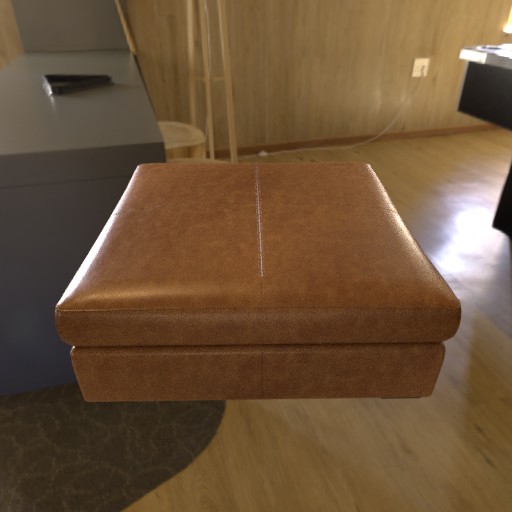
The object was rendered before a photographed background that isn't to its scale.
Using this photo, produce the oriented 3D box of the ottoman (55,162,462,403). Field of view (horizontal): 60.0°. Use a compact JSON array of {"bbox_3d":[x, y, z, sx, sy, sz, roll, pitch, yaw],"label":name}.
[{"bbox_3d":[0.000,0.000,1.822,1.169,0.483,1.168,-1,32,-1],"label":"ottoman"}]
